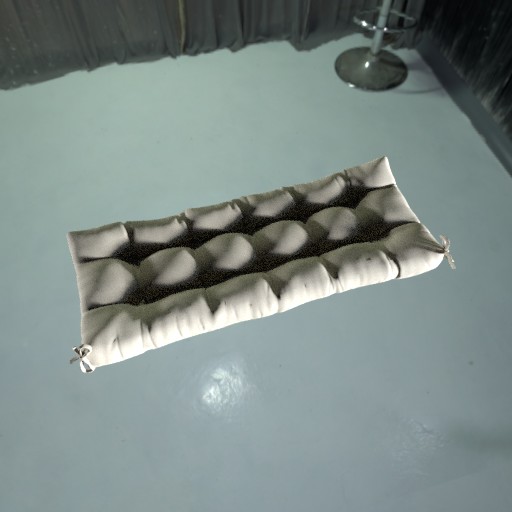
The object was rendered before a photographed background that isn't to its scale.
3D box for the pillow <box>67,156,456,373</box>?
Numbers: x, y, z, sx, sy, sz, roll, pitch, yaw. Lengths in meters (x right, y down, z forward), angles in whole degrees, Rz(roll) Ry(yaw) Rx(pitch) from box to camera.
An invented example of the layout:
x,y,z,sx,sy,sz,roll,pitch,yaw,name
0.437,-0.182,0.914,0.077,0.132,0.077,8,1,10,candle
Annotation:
x,y,z,sx,sy,sz,roll,pitch,yaw,name
0.000,0.000,1.391,1.194,0.174,0.511,-15,58,-10,pillow
